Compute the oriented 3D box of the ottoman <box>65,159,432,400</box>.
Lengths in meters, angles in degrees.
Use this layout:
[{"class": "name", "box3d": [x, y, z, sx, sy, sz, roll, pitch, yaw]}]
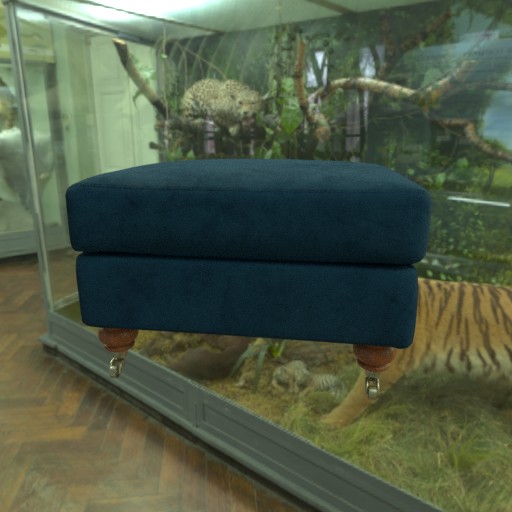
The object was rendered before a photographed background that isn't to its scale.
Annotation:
[{"class": "ottoman", "box3d": [0.000, 0.000, 1.195, 0.773, 0.503, 0.572, 2, 16, 8]}]
